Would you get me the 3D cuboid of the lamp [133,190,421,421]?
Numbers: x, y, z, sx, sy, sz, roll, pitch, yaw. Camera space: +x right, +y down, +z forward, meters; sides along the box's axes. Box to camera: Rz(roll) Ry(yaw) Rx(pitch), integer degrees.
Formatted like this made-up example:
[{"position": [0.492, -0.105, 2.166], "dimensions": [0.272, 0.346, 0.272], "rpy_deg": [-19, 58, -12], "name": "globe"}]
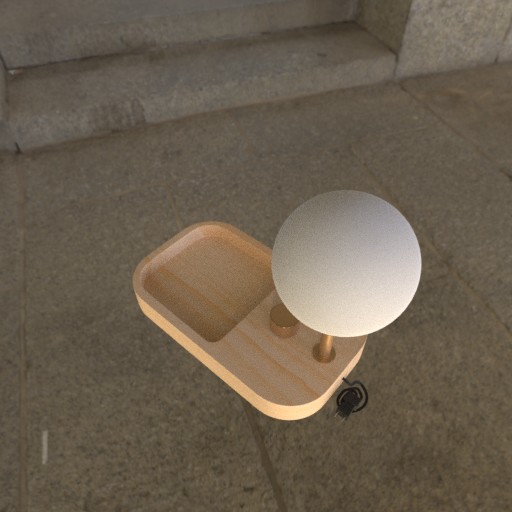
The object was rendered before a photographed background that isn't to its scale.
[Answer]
[{"position": [0.000, 0.000, 0.476], "dimensions": [0.331, 0.253, 0.173], "rpy_deg": [33, 55, 26], "name": "lamp"}]
